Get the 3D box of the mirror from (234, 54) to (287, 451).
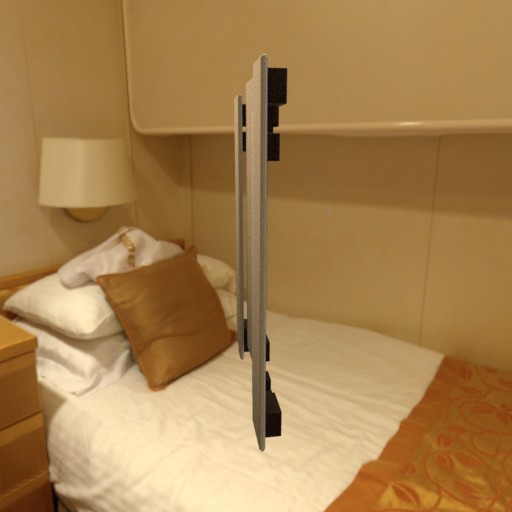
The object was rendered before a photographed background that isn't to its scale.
[{"bbox_3d":[0.000,0.000,0.799,0.058,0.611,0.445,-2,15,-9],"label":"mirror"}]
